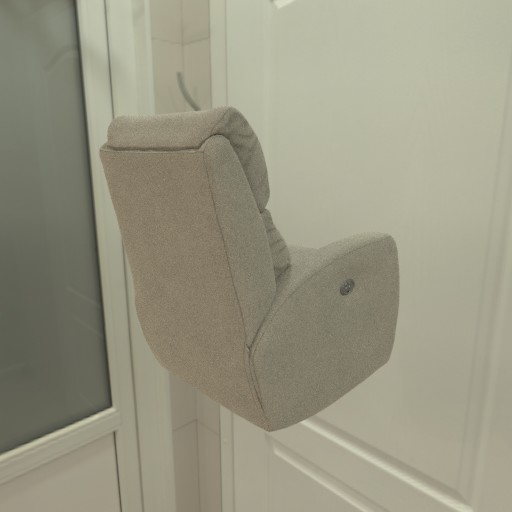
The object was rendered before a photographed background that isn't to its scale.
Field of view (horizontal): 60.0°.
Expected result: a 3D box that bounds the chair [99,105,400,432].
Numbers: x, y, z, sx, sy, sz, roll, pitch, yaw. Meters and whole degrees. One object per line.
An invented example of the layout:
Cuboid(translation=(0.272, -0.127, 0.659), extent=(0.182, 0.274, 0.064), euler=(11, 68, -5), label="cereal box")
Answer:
Cuboid(translation=(0.000, 0.000, 1.693), extent=(0.940, 1.021, 0.794), euler=(-13, 19, -42), label="chair")
